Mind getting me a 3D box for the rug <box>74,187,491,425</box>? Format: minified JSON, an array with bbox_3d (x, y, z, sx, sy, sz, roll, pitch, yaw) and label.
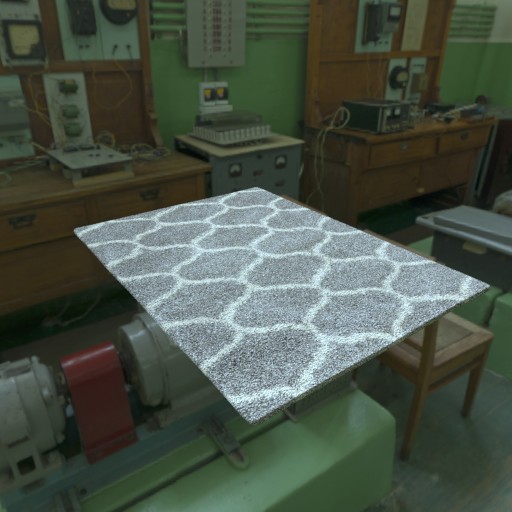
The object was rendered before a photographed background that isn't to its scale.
[{"bbox_3d":[0.000,0.000,2.054,1.200,0.025,1.600,-18,32,-32],"label":"rug"}]
